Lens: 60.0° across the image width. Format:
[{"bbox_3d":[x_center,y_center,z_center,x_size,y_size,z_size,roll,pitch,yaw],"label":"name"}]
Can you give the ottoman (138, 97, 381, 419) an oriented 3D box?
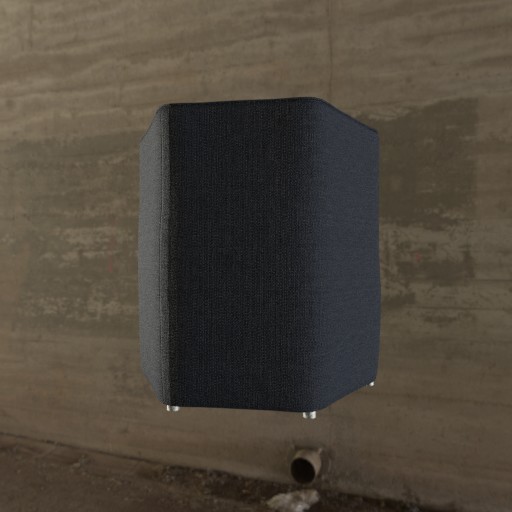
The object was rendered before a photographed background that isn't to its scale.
[{"bbox_3d":[0.000,0.000,0.900,0.454,0.505,0.492,0,0,-18],"label":"ottoman"}]
